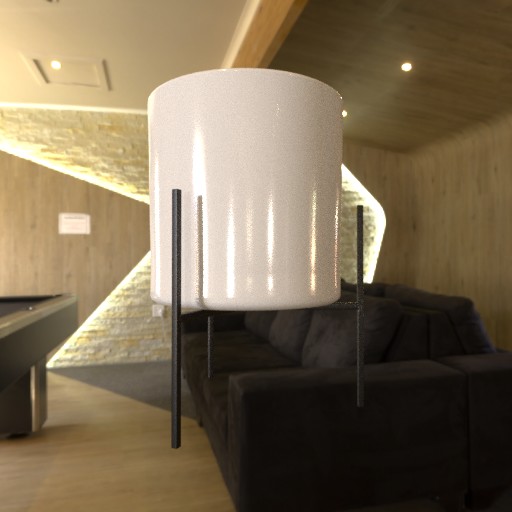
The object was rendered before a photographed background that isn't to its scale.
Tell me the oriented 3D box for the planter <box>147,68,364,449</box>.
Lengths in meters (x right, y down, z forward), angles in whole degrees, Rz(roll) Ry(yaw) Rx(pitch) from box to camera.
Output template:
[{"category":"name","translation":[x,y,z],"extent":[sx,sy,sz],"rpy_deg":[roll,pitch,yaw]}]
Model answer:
[{"category":"planter","translation":[0.000,0.000,0.643],"extent":[0.308,0.431,0.307],"rpy_deg":[0,-1,2]}]
